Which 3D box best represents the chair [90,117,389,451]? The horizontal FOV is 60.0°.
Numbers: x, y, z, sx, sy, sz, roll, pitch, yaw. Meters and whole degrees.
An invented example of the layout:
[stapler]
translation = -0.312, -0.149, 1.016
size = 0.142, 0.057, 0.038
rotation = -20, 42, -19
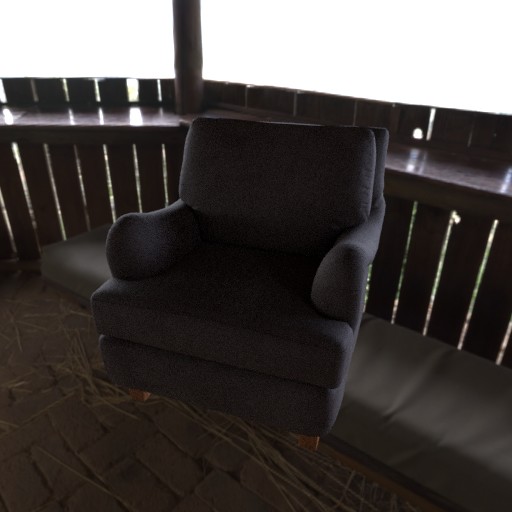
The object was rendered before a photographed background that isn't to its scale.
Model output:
[chair]
translation = 0.000, 0.000, 1.839
size = 0.955, 0.997, 1.070
rotation = 9, 28, 17
